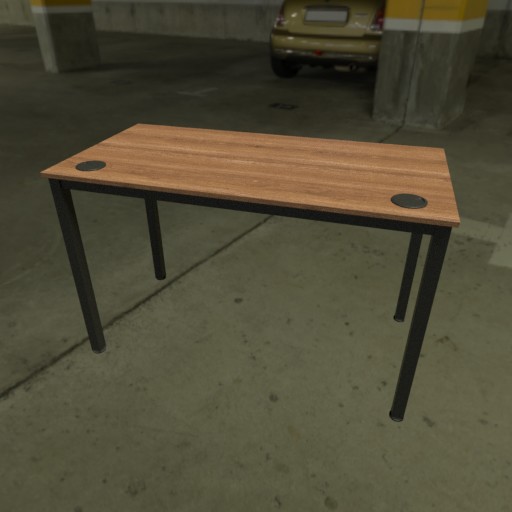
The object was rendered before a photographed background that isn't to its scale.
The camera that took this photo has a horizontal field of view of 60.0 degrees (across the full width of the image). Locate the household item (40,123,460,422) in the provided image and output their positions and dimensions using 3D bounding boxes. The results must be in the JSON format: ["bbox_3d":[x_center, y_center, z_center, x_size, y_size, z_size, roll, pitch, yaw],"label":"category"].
[{"bbox_3d":[0.000,0.000,1.647,1.200,0.750,0.600,9,32,14],"label":"household item"}]
